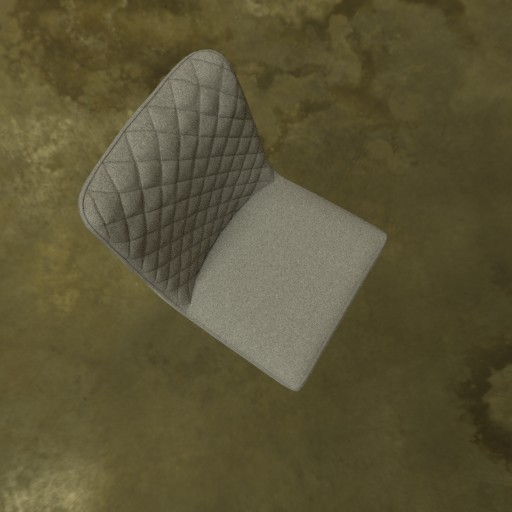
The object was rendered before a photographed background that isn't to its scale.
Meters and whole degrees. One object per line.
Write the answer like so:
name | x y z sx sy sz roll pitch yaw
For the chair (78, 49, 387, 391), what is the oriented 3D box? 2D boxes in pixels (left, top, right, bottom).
chair | 0.000 0.000 1.238 0.587 0.889 0.508 31 76 9
